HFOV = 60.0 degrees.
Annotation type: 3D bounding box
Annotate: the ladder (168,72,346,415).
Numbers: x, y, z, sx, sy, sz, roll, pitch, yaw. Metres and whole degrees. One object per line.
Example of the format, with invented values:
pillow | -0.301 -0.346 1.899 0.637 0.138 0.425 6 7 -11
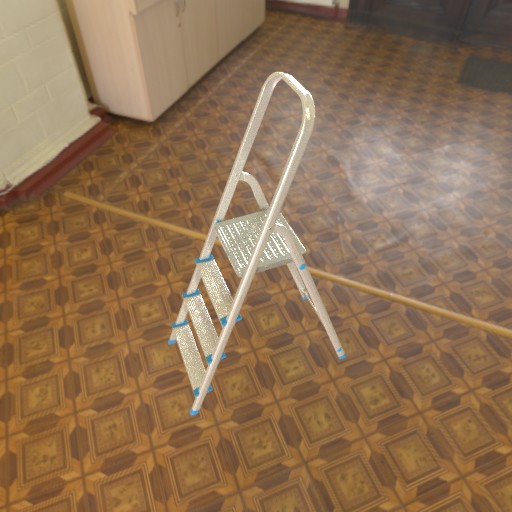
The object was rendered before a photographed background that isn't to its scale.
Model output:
ladder | 0.000 0.000 1.827 0.842 1.434 0.445 -16 49 -15
